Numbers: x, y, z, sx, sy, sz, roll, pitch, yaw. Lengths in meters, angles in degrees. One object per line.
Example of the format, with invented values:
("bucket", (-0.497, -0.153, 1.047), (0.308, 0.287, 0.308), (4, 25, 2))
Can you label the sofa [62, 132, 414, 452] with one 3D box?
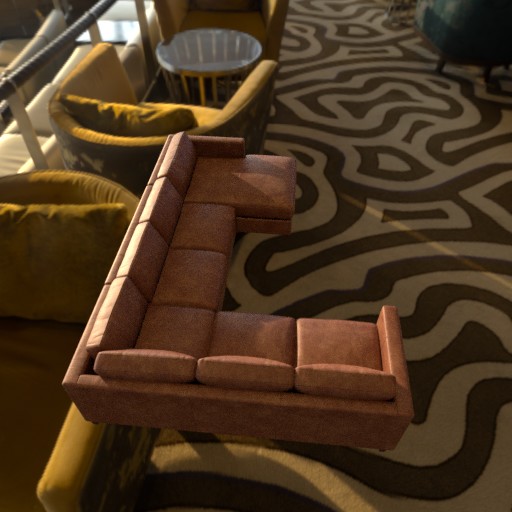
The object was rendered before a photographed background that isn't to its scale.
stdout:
("sofa", (0.000, 0.000, 4.388), (2.452, 0.888, 3.324), (4, 46, 4))
